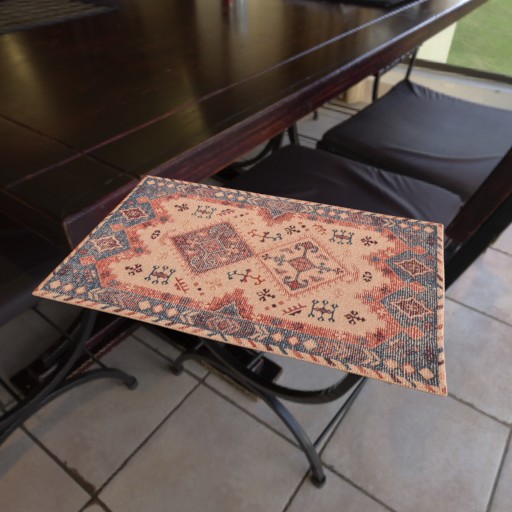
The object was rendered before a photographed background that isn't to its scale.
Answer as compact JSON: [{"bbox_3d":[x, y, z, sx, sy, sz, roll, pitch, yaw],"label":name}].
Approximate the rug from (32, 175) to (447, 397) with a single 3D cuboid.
[{"bbox_3d":[0.000,0.000,3.036,2.464,0.023,1.521,11,42,13],"label":"rug"}]
